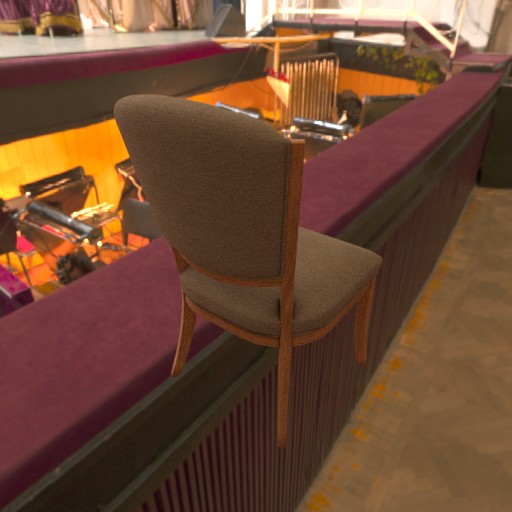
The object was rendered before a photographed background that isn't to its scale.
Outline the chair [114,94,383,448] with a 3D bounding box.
[{"bbox_3d":[0.000,0.000,1.214,0.513,0.905,0.584,21,36,32],"label":"chair"}]
